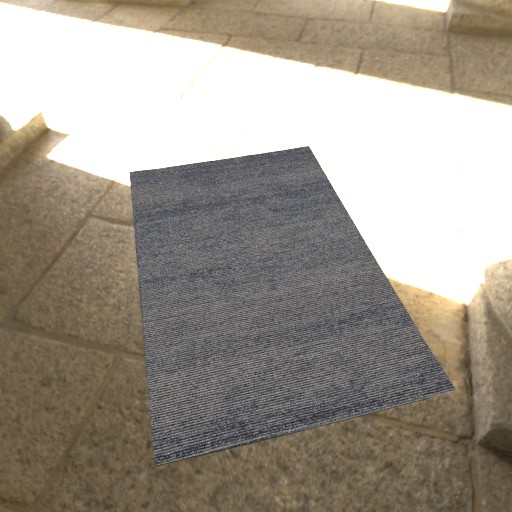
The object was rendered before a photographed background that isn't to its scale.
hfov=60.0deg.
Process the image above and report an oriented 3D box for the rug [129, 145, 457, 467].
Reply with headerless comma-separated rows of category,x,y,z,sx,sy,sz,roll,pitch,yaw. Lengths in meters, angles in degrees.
rug,0.000,0.000,2.158,1.135,0.010,1.740,-10,47,-10
